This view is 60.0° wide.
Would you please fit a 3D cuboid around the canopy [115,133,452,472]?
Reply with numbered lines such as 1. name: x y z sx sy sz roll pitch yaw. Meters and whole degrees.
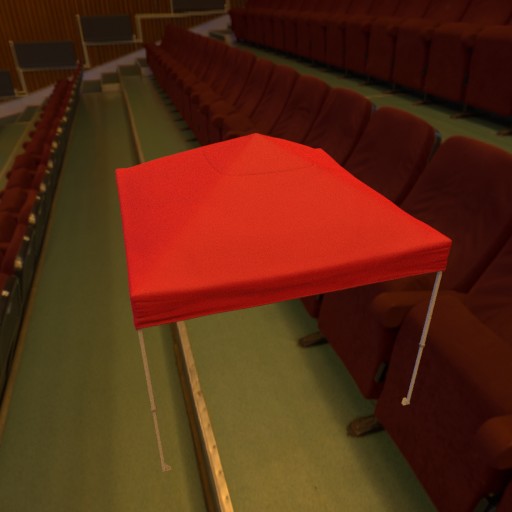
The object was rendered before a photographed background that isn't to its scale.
1. canopy: 0.000 0.000 5.412 2.998 2.997 2.996 -9 32 -15
